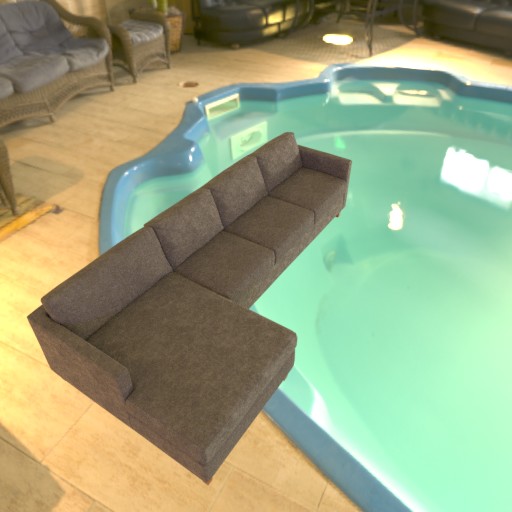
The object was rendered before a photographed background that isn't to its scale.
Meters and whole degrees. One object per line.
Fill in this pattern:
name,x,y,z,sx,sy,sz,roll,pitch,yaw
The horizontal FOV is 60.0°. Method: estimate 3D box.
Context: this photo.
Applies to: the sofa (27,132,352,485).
sofa,0.000,0.000,4.032,1.606,0.954,3.471,23,45,26
